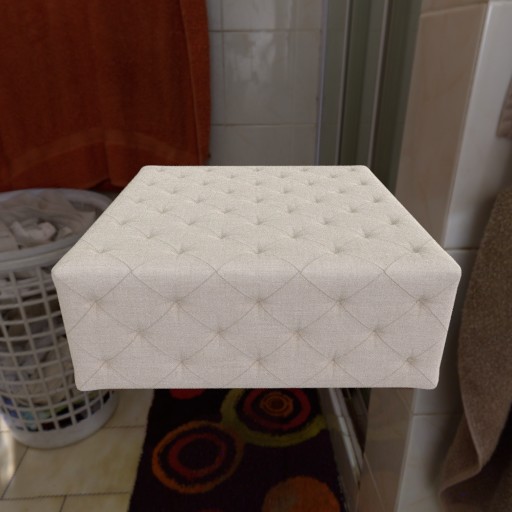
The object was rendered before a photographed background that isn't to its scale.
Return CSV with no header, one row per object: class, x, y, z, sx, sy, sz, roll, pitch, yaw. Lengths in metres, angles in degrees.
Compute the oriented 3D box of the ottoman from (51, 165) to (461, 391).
ottoman,0.000,0.000,1.628,1.028,0.439,1.028,0,26,0
